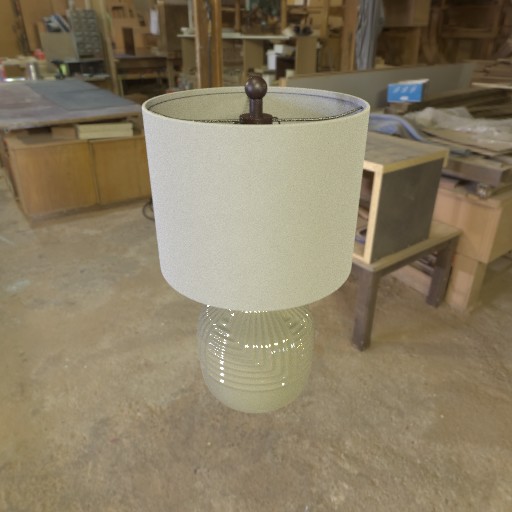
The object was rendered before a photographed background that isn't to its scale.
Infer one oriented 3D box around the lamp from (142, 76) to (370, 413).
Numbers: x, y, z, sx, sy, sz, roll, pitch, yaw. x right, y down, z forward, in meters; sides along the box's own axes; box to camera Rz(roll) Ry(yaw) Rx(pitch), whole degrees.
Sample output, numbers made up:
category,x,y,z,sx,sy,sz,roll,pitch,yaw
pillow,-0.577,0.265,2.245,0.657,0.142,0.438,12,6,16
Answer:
category,x,y,z,sx,sy,sz,roll,pitch,yaw
lamp,0.000,0.000,0.749,0.318,0.567,0.318,0,28,0
